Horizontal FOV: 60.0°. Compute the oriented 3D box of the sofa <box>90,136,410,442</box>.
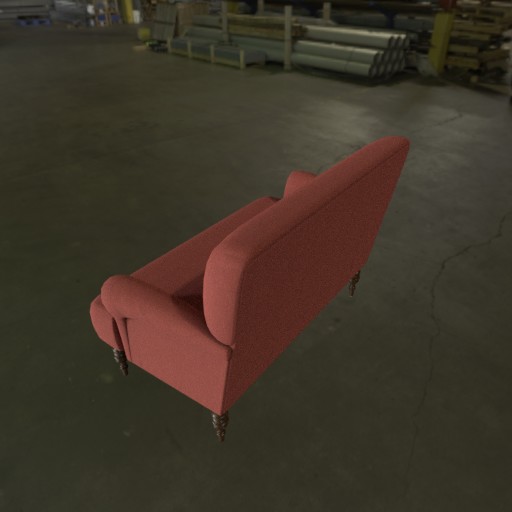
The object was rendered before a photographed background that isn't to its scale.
[{"bbox_3d":[0.000,0.000,1.891,0.779,0.889,1.297,22,39,30],"label":"sofa"}]
